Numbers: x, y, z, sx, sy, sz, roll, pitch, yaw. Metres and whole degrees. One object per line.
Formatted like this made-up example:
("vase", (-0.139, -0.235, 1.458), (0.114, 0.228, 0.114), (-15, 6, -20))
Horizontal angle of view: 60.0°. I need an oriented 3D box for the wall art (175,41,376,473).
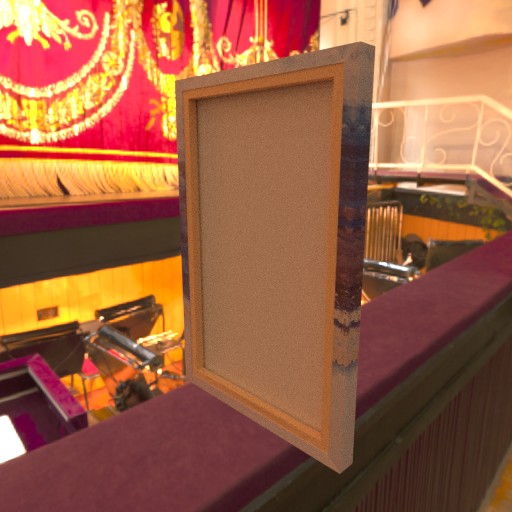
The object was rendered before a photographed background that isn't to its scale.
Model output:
("wall art", (0.000, 0.000, 1.094), (0.048, 0.874, 0.583), (-12, 17, -42))
